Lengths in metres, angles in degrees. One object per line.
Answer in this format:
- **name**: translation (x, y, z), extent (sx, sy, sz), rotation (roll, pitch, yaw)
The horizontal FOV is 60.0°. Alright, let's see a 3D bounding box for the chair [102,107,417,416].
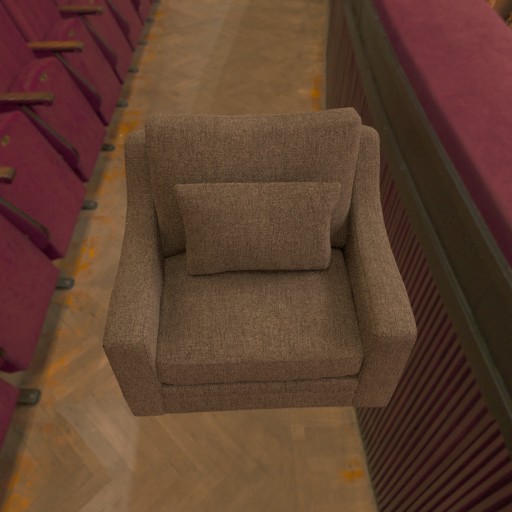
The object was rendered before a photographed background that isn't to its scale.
- **chair**: translation (0.000, 0.000, 1.924), extent (1.138, 1.037, 1.009), rotation (-2, 47, -2)
